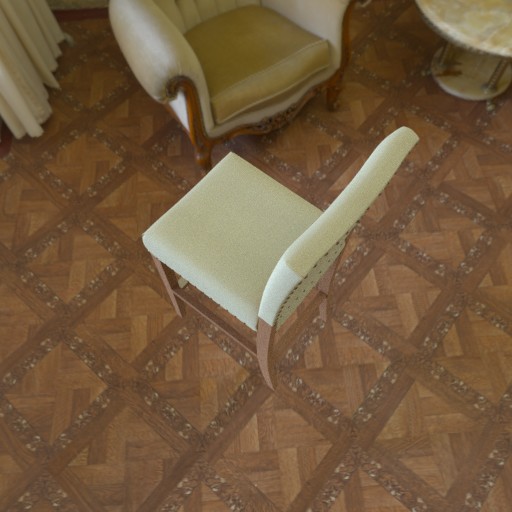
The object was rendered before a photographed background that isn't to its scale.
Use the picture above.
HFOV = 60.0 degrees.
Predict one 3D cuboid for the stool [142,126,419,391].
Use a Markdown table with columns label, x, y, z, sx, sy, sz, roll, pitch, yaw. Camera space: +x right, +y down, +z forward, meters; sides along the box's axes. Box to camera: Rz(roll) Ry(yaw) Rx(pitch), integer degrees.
| label | x | y | z | sx | sy | sz | roll | pitch | yaw |
| --- | --- | --- | --- | --- | --- | --- | --- | --- | --- |
| stool | 0.000 | 0.000 | 1.468 | 0.584 | 1.168 | 0.445 | 36 | 68 | 17 |
